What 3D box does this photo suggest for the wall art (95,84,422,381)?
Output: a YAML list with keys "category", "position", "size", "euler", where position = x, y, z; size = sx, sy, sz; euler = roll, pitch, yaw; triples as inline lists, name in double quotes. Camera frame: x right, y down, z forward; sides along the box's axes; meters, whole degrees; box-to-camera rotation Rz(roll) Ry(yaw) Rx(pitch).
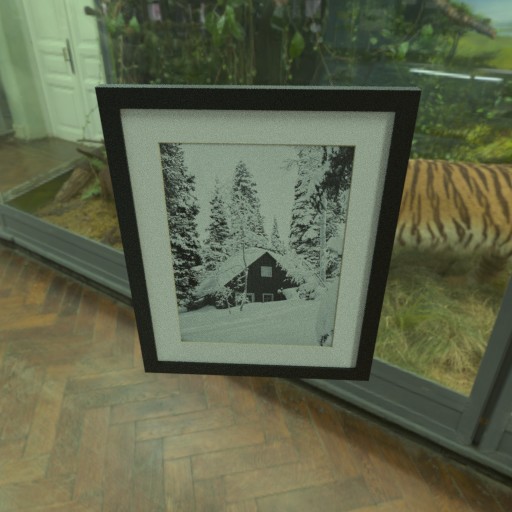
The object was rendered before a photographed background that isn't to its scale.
- category: "wall art"
  position: [0.000, 0.000, 0.549]
  size: [0.325, 0.397, 0.018]
  euler: [1, 31, 3]
